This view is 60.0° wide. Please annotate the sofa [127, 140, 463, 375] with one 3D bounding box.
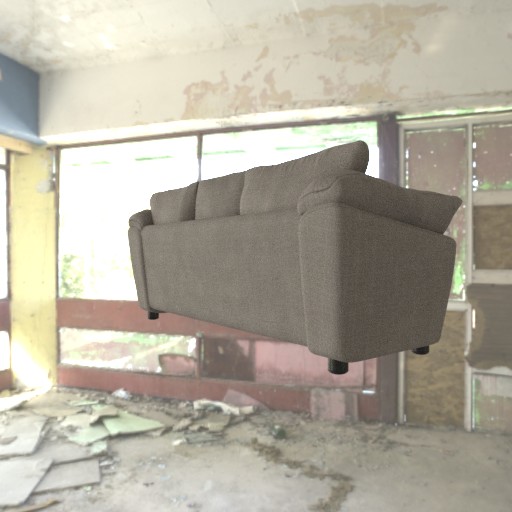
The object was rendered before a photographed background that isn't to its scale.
[{"bbox_3d":[0.000,0.000,2.853,0.878,0.996,2.334,0,1,-37],"label":"sofa"}]
